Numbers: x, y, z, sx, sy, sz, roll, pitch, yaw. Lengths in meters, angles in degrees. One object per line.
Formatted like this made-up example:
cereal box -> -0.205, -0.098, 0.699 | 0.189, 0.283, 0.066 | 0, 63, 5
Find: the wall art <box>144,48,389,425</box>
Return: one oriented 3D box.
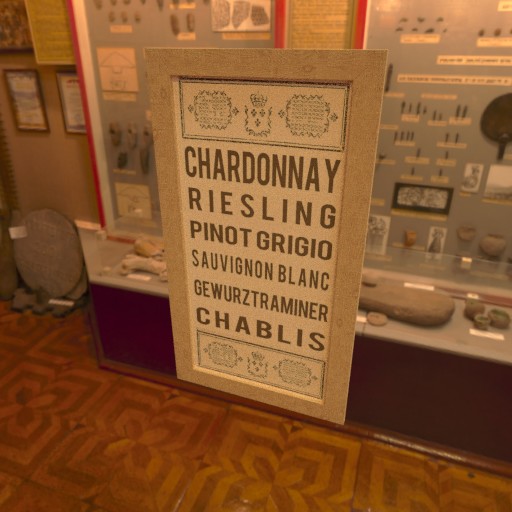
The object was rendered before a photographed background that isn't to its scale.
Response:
wall art -> 0.000, 0.000, 0.807 | 0.381, 0.683, 0.013 | 10, 28, 19
